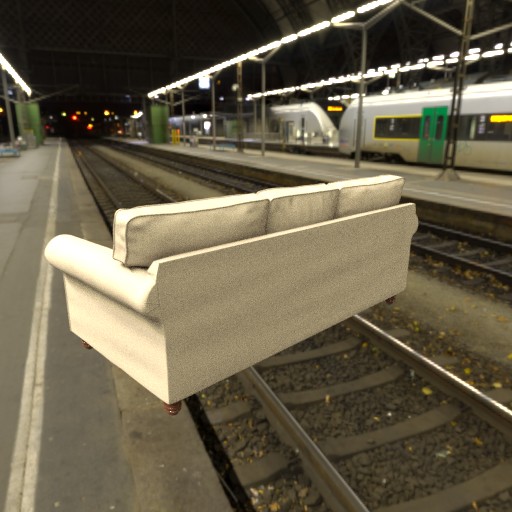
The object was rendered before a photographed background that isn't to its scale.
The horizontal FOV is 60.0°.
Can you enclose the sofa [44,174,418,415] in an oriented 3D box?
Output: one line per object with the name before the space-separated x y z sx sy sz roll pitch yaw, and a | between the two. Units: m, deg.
sofa | 0.000 0.000 2.663 2.118 0.889 0.998 -15 22 -42
